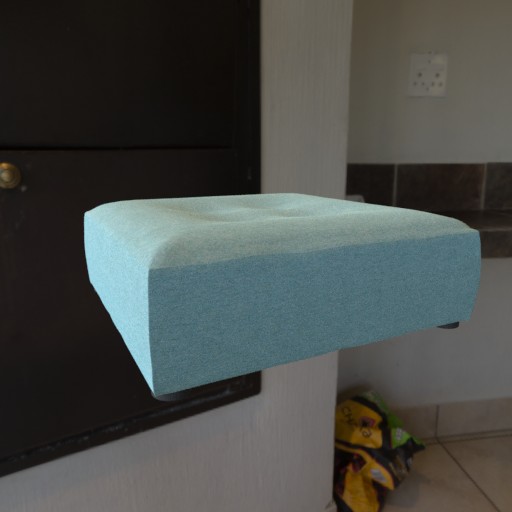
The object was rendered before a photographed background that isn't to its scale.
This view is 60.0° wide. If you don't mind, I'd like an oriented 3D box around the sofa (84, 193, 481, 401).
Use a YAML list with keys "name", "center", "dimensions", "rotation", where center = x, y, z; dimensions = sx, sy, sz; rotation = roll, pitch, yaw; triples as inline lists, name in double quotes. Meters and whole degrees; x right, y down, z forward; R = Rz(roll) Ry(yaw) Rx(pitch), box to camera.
- name: "sofa"
  center: [0.000, 0.000, 1.428]
  dimensions: [0.930, 0.330, 0.930]
  rotation: [-7, 15, -27]
